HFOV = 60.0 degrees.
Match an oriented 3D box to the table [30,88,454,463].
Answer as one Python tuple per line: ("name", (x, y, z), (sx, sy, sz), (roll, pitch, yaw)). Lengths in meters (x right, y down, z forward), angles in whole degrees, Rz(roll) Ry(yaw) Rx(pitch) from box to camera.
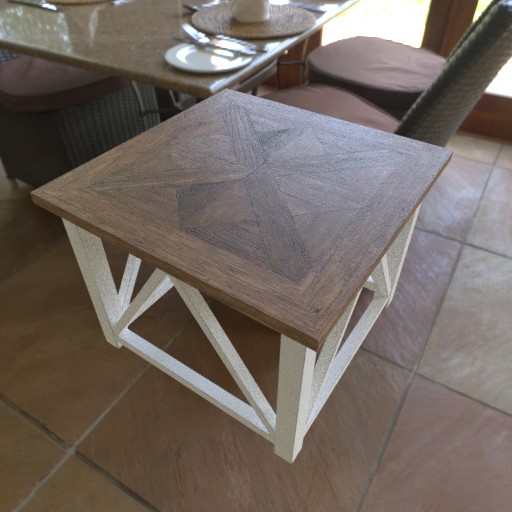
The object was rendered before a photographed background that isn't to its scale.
("table", (0.000, 0.000, 1.198), (0.700, 0.532, 0.700), (24, 47, 25))
